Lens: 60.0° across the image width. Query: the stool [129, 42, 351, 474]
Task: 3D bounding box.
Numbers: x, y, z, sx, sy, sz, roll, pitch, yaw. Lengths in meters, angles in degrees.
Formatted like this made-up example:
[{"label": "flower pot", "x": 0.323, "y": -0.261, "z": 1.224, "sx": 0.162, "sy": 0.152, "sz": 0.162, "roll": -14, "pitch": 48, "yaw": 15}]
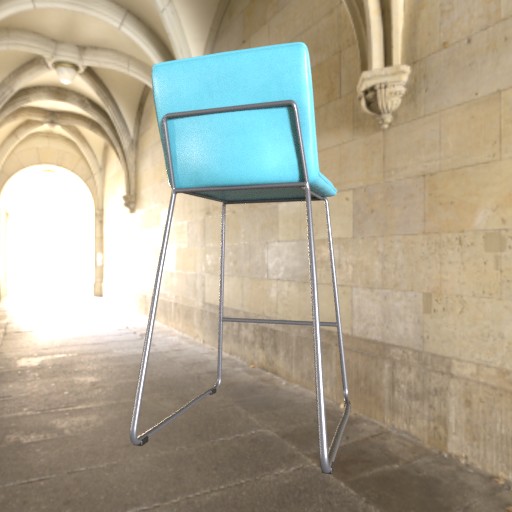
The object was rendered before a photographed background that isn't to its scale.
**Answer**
[{"label": "stool", "x": 0.000, "y": 0.000, "z": 1.242, "sx": 0.489, "sy": 0.936, "sz": 0.524, "roll": 0, "pitch": 0, "yaw": 18}]
